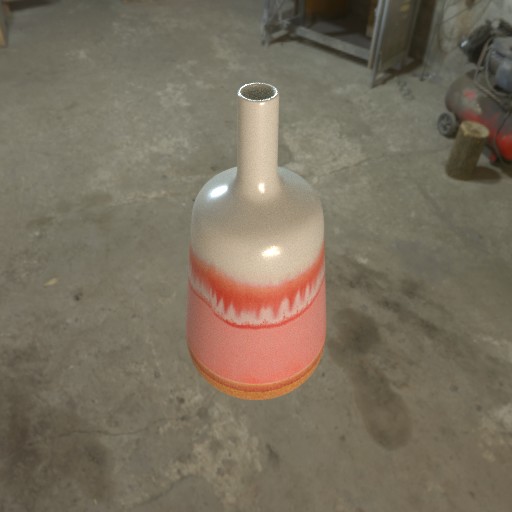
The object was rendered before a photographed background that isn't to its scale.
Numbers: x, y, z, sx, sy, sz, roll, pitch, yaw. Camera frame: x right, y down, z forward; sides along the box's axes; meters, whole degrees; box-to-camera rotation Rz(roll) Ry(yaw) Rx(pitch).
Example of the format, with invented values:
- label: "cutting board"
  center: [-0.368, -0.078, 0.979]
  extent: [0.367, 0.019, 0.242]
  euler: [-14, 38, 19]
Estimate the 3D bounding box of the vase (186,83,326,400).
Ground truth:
- label: "vase"
  center: [0.000, 0.000, 0.382]
  extent: [0.144, 0.296, 0.144]
  euler: [0, 46, 0]
